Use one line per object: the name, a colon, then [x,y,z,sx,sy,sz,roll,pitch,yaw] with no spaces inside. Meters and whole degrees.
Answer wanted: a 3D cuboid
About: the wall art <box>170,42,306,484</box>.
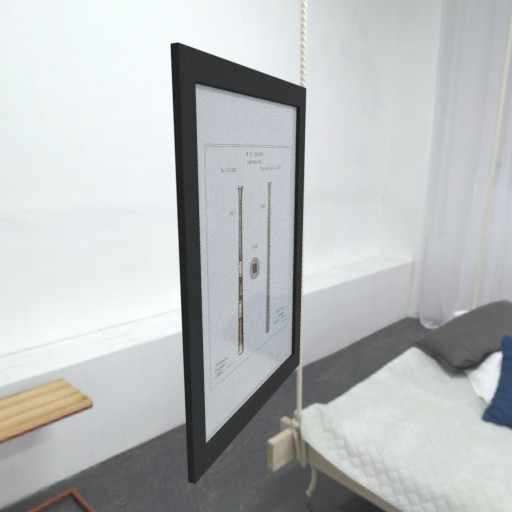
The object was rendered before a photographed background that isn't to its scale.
wall art: [0.000,0.000,0.678,0.012,0.529,0.374,6,15,26]
